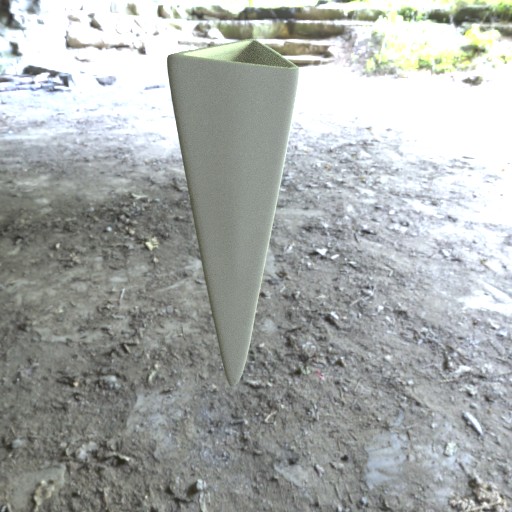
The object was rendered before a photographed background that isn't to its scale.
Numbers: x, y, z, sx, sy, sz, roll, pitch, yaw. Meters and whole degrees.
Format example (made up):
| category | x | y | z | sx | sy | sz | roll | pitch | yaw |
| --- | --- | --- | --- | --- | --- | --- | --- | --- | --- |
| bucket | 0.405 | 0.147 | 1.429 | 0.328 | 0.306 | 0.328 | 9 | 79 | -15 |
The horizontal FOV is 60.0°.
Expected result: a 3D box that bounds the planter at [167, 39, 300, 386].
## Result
| category | x | y | z | sx | sy | sz | roll | pitch | yaw |
| --- | --- | --- | --- | --- | --- | --- | --- | --- | --- |
| planter | 0.000 | 0.000 | 0.394 | 0.065 | 0.338 | 0.143 | 11 | 32 | 18 |
